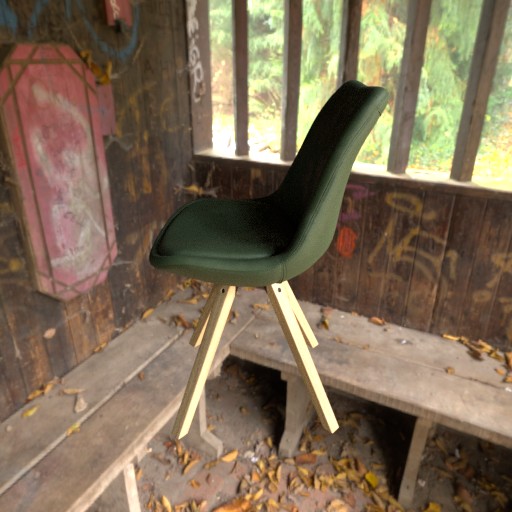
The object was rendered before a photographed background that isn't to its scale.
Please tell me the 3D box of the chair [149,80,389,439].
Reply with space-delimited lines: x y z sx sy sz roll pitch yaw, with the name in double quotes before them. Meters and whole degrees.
"chair" 0.000 0.000 1.188 0.547 0.865 0.483 0 25 -1
